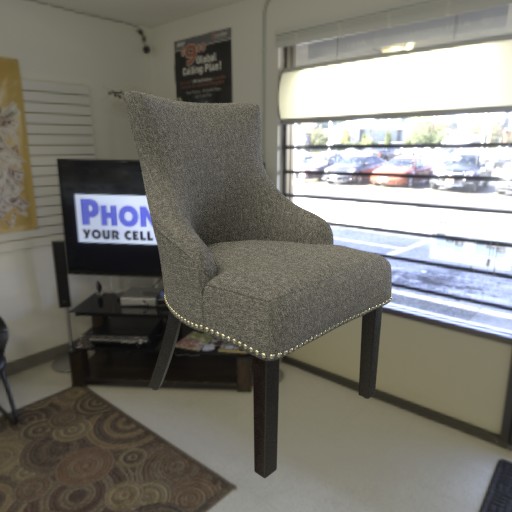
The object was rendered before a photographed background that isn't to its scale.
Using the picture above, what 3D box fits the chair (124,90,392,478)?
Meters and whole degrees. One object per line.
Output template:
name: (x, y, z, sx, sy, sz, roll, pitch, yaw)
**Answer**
chair: (0.000, 0.000, 1.293, 0.629, 0.909, 0.566, 13, 19, 42)
